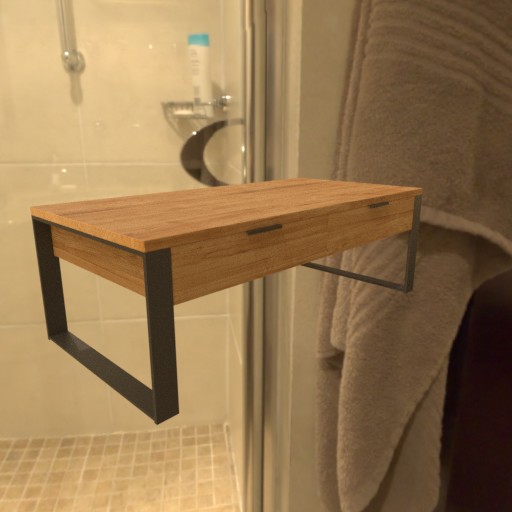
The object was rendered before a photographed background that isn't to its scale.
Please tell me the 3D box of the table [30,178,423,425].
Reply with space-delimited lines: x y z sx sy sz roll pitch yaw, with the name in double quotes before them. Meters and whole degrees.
"table" 0.000 0.000 1.481 0.590 0.400 1.180 15 21 43
